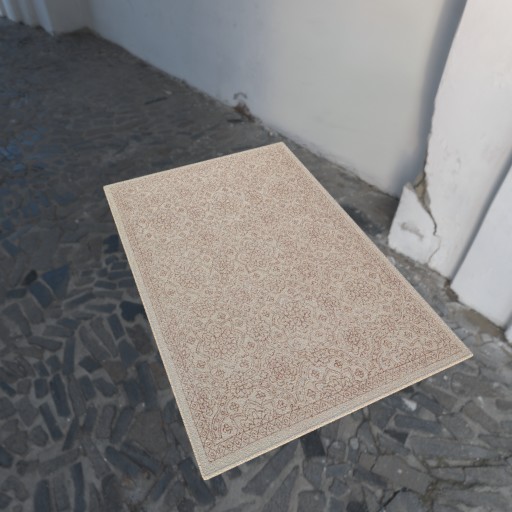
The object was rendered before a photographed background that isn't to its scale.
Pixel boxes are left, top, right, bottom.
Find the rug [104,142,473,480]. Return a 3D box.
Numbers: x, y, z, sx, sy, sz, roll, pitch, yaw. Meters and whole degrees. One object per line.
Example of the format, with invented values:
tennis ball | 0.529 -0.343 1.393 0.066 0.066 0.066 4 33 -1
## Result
rug | 0.000 0.000 2.293 1.219 0.010 1.829 -18 49 -16
